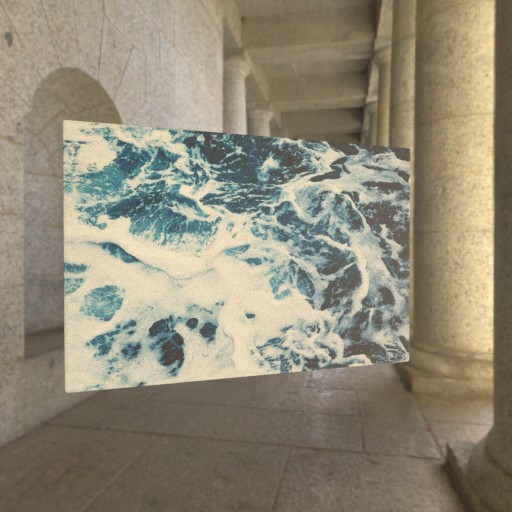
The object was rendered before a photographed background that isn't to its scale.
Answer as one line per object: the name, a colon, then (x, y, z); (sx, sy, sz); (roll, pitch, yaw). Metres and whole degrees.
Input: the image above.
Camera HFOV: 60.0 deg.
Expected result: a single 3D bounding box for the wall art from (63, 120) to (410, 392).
wall art: (0.000, 0.000, 1.149); (0.915, 0.610, 0.042); (0, 1, -18)
